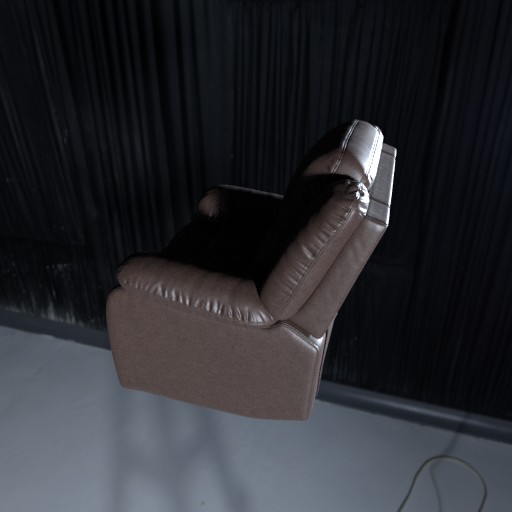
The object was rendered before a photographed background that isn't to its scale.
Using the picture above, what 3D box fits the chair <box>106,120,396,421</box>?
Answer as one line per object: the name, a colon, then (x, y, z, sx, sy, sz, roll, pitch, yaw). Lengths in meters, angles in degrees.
chair: (0.000, 0.000, 1.737, 0.934, 1.009, 0.899, 8, 30, 15)
